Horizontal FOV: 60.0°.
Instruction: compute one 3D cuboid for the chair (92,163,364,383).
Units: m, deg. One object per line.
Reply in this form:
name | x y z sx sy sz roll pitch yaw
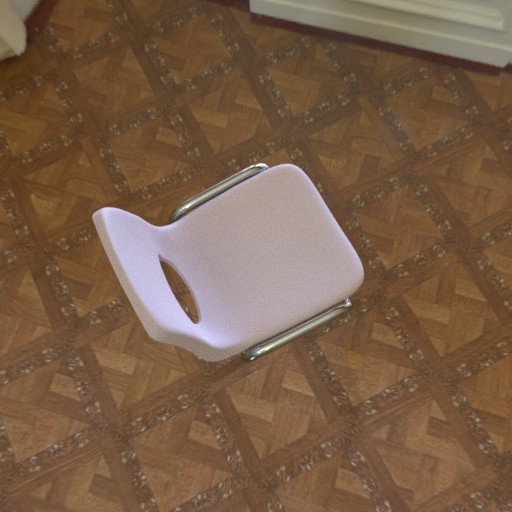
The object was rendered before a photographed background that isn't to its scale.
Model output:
chair | 0.000 0.000 0.855 0.423 0.586 0.354 -28 77 -7
